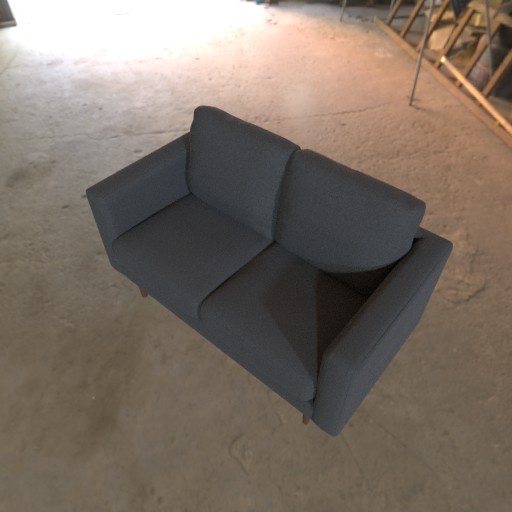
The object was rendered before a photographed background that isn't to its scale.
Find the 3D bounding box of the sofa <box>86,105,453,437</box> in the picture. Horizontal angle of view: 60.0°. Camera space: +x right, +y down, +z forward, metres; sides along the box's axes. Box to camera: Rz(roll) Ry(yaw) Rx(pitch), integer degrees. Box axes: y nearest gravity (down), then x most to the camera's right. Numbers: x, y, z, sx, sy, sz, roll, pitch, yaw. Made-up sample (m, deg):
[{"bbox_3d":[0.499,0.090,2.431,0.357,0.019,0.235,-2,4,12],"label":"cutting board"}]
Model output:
[{"bbox_3d":[0.000,0.000,2.049,1.430,0.908,0.796,32,54,26],"label":"sofa"}]
